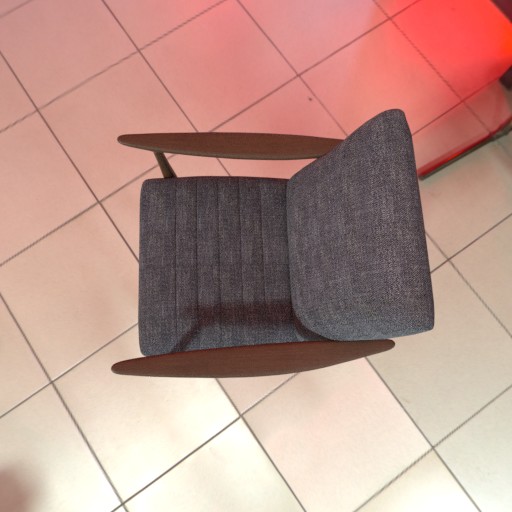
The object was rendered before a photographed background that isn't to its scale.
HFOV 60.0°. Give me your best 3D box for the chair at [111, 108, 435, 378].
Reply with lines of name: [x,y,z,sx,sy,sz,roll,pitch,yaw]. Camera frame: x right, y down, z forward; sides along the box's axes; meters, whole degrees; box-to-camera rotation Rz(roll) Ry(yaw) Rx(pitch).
chair: [0.000,0.000,1.430,0.798,0.832,0.741,-2,78,-1]
